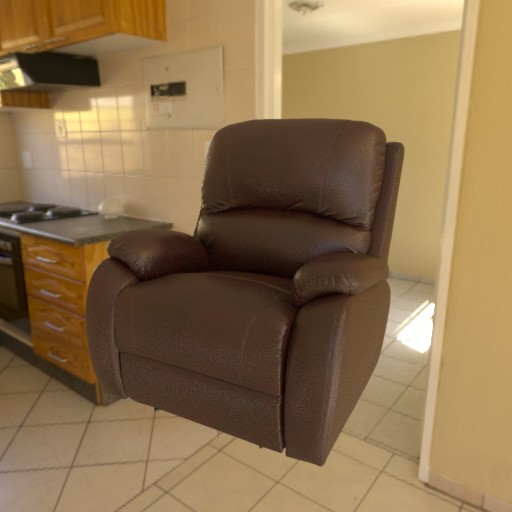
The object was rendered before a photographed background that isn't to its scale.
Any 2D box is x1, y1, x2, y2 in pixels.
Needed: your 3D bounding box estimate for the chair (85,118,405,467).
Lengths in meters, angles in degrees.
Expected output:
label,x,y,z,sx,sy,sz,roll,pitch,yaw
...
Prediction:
label,x,y,z,sx,sy,sz,roll,pitch,yaw
chair,0.000,0.000,1.654,0.930,1.011,0.899,7,16,27
